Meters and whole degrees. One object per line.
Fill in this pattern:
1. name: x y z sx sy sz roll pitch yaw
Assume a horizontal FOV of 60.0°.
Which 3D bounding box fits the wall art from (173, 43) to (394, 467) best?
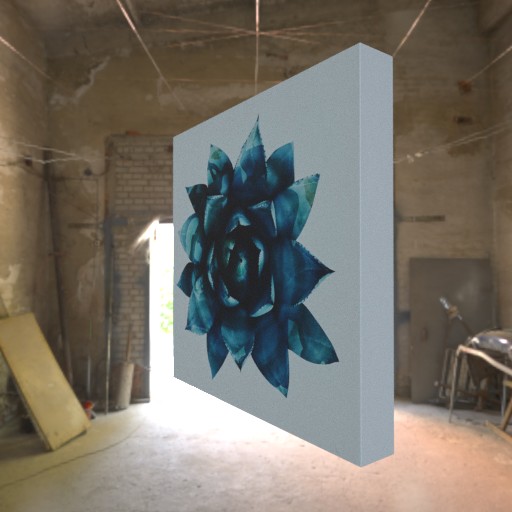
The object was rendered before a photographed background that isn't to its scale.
1. wall art: 0.000 0.000 0.451 0.038 0.305 0.305 0 -1 -36
